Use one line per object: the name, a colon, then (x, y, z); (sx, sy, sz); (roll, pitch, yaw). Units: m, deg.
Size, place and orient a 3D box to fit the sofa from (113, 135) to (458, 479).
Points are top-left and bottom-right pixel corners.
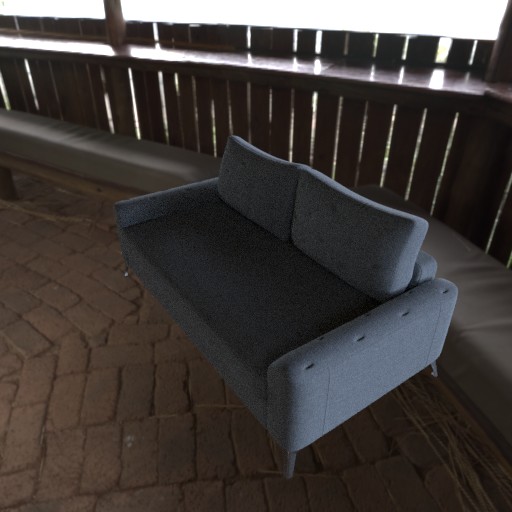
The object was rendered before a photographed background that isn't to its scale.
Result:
sofa: (0.000, 0.000, 2.188); (0.920, 0.790, 1.650); (-20, 37, -29)
